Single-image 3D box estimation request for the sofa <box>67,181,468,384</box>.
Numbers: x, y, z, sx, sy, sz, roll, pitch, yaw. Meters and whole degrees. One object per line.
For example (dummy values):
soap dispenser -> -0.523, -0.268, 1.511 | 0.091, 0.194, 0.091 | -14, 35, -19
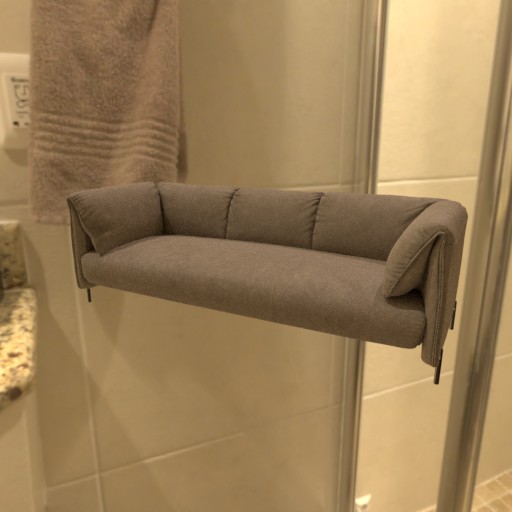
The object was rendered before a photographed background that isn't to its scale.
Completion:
sofa -> 0.000, 0.000, 2.673 | 2.238, 0.758, 0.899 | 8, 17, 27
